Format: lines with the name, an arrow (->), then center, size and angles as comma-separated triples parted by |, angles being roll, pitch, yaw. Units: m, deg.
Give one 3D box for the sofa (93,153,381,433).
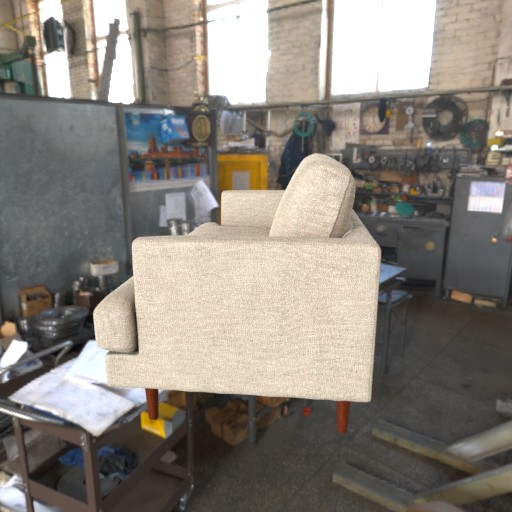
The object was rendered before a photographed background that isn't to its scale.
sofa -> 0.000, 0.000, 2.109 | 0.903, 0.944, 1.582 | 2, 14, 6
